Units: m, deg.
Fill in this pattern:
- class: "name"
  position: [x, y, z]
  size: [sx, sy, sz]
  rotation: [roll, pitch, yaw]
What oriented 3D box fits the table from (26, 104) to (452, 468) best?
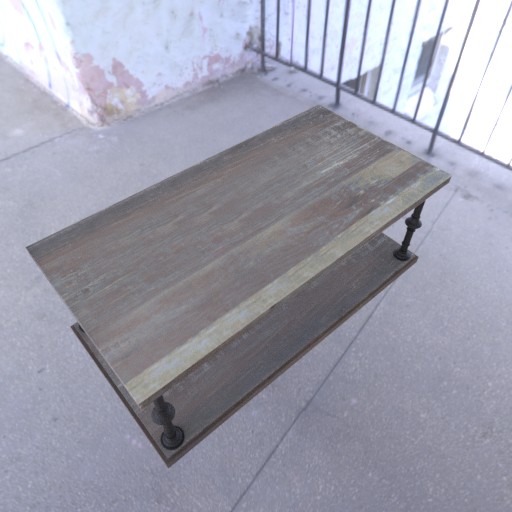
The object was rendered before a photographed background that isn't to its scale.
- class: "table"
  position: [0.000, 0.000, 1.386]
  size: [1.088, 0.399, 0.554]
  rotation: [-33, 56, -26]
